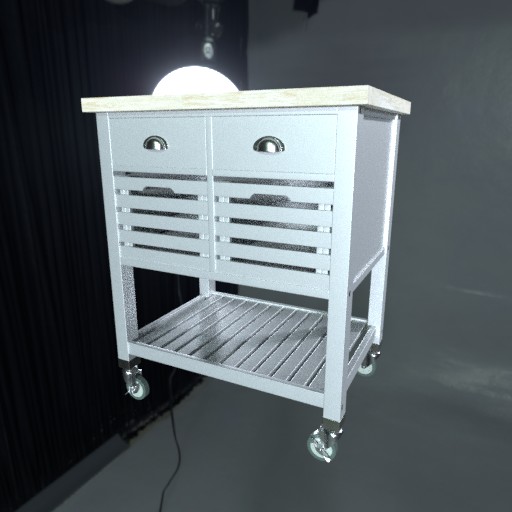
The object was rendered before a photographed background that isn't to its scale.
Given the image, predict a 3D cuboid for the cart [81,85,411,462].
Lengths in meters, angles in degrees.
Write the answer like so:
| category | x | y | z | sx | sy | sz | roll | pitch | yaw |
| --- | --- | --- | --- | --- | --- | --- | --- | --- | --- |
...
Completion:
| category | x | y | z | sx | sy | sz | roll | pitch | yaw |
| --- | --- | --- | --- | --- | --- | --- | --- | --- | --- |
| cart | 0.000 | 0.000 | 1.377 | 0.762 | 0.914 | 0.559 | 8 | 17 | 26 |
